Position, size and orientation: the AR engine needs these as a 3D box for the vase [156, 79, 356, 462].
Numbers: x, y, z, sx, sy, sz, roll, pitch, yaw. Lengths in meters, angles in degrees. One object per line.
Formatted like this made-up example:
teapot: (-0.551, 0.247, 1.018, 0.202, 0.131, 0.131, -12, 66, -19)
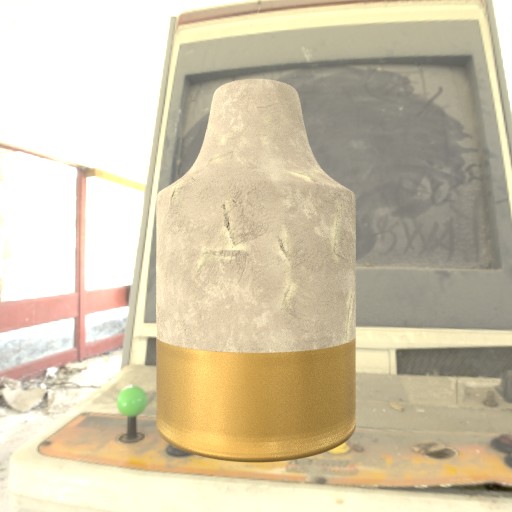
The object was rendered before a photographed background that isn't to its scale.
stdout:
vase: (0.000, 0.000, 0.419, 0.184, 0.305, 0.184, 0, 0, 0)
